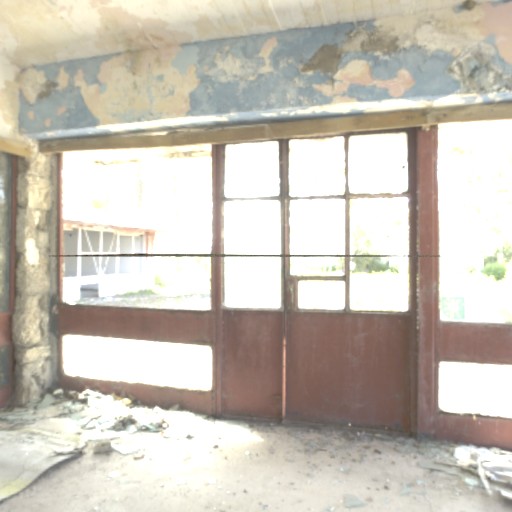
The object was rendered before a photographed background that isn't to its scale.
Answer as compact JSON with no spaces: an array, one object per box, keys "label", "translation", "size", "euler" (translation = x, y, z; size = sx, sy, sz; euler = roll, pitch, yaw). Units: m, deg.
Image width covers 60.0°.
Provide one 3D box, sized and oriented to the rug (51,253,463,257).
[{"label":"rug","translation":[0.000,0.000,3.513],"size":[2.651,0.010,1.971],"euler":[0,0,-36]}]
